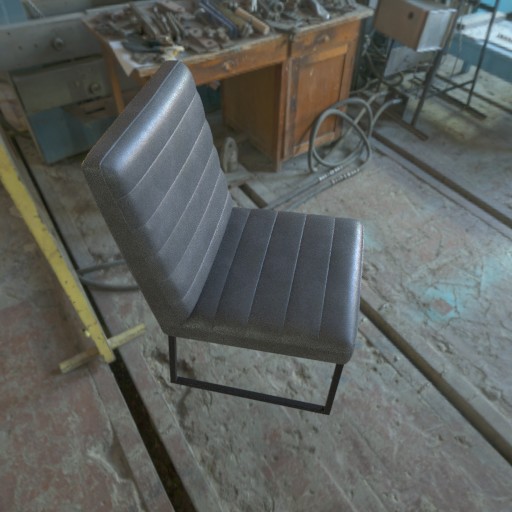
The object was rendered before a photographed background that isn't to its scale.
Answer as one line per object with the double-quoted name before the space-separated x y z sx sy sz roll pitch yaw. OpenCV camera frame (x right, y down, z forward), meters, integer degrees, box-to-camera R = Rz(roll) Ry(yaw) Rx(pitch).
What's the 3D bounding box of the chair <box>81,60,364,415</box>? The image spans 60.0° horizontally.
"chair" 0.000 0.000 1.327 0.634 0.930 0.520 9 48 8
